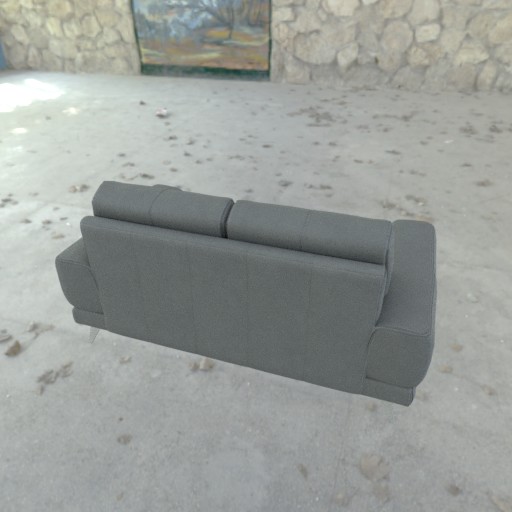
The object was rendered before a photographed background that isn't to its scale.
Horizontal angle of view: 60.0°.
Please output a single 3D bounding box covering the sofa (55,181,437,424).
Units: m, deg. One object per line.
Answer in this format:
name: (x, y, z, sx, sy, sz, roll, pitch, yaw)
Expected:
sofa: (0.000, 0.000, 2.358, 1.806, 0.907, 1.018, 10, 33, 16)
